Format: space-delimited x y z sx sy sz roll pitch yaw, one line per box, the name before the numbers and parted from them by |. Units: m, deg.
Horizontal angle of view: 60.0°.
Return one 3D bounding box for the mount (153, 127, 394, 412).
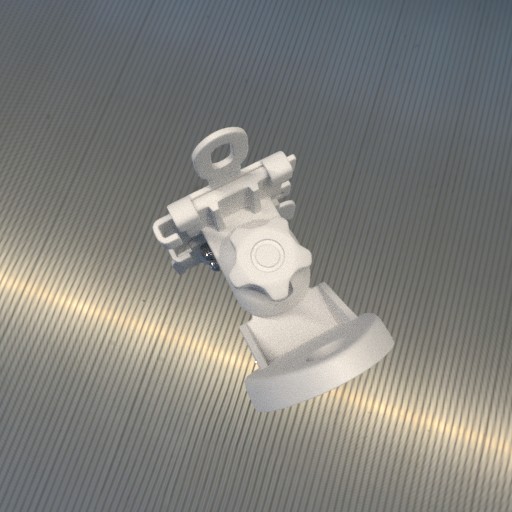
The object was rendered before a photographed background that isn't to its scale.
mount | 0.000 0.000 0.171 0.066 0.118 0.100 -27 78 -6
